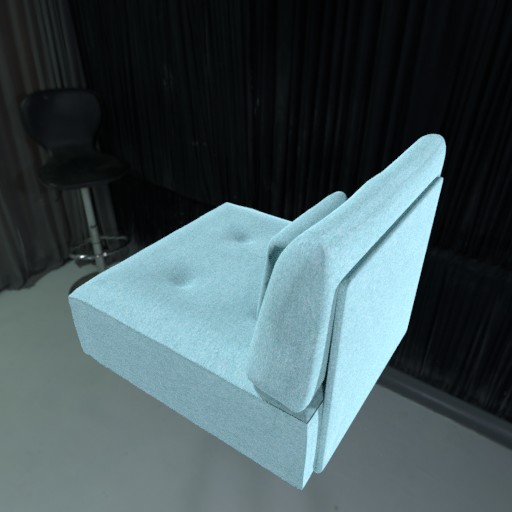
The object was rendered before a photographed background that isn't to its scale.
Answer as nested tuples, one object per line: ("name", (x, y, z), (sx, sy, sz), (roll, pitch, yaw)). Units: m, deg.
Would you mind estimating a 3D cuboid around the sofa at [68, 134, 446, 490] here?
("sofa", (0.000, 0.000, 1.605), (1.000, 0.820, 0.930), (20, 37, 29))
